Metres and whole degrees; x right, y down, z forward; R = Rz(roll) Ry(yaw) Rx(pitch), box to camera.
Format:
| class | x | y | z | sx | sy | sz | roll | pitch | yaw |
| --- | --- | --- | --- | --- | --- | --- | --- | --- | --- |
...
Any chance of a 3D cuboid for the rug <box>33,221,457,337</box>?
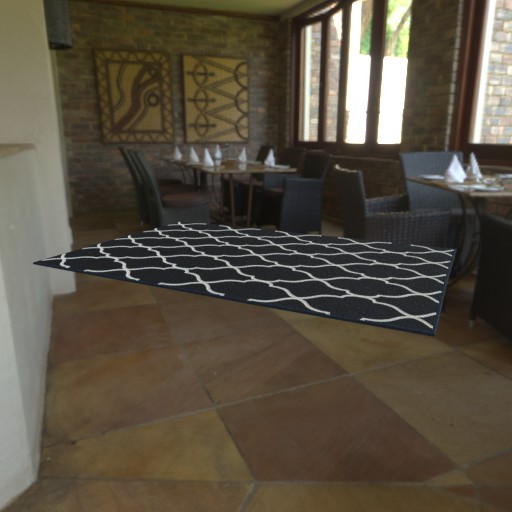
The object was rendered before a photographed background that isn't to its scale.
| class | x | y | z | sx | sy | sz | roll | pitch | yaw |
| --- | --- | --- | --- | --- | --- | --- | --- | --- | --- |
| rug | 0.000 | 0.000 | 2.849 | 2.290 | 0.014 | 1.526 | 7 | 17 | 25 |
